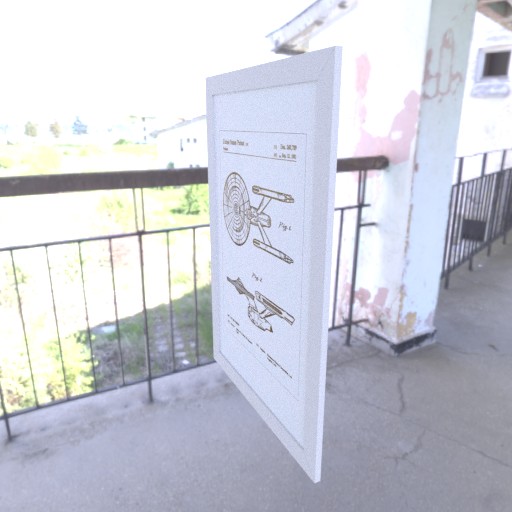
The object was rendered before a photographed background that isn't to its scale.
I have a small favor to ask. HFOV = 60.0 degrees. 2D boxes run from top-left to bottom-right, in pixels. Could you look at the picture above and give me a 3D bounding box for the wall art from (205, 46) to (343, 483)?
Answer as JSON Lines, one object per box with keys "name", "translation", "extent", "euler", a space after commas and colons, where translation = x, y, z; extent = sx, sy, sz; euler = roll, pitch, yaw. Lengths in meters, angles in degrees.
{"name": "wall art", "translation": [0.000, 0.000, 0.831], "extent": [0.011, 0.659, 0.454], "euler": [-8, 19, -25]}
